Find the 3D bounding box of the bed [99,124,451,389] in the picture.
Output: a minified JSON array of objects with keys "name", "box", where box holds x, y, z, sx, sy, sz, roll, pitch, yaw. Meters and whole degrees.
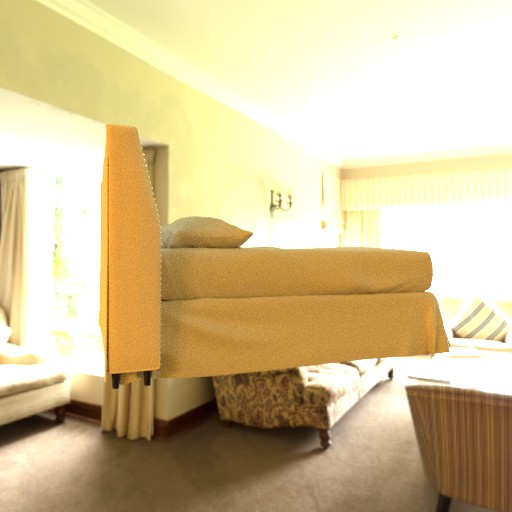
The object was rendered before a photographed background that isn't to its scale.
[{"name":"bed","box":[0.000,0.000,3.434,2.276,1.332,1.925,0,0,-20]}]
